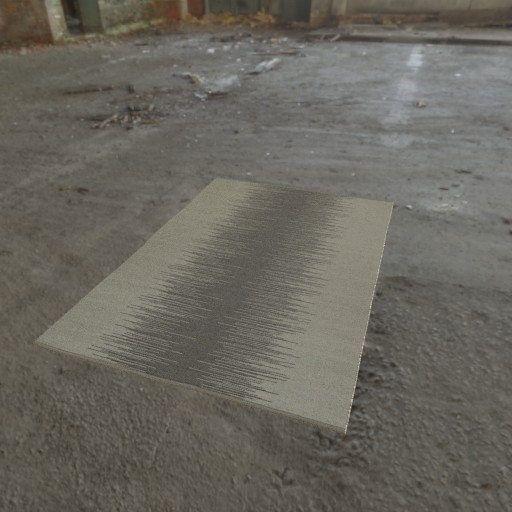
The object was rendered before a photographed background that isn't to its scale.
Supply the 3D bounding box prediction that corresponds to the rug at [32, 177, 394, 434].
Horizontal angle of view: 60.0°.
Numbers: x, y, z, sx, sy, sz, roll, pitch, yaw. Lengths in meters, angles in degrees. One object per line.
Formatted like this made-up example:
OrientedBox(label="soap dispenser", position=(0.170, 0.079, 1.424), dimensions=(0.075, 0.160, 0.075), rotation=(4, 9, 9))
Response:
OrientedBox(label="rug", position=(0.000, 0.000, 2.278), dimensions=(1.226, 0.007, 1.815), rotation=(11, 34, 16))
